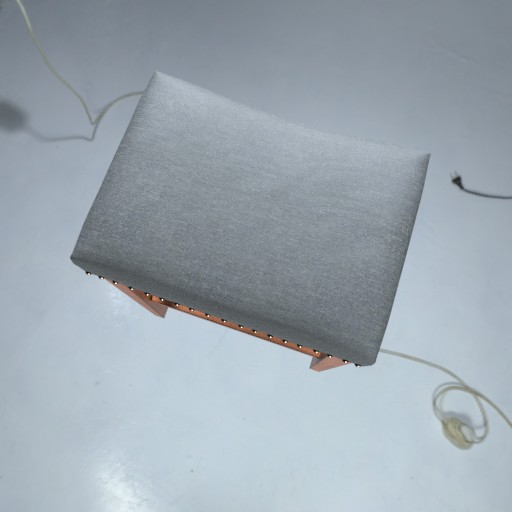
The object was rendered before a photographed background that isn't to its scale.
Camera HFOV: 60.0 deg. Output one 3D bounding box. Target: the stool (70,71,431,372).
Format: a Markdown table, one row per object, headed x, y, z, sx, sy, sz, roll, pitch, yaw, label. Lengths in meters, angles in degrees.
| x | y | z | sx | sy | sz | roll | pitch | yaw | label |
| --- | --- | --- | --- | --- | --- | --- | --- | --- | --- |
| 0.000 | 0.000 | 0.862 | 0.439 | 0.612 | 0.320 | 18 | 77 | 4 | stool |
